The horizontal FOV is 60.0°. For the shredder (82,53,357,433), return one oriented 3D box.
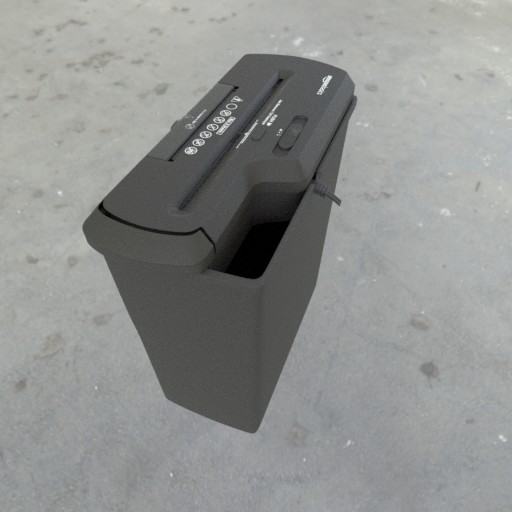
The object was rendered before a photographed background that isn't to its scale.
[{"bbox_3d":[0.000,0.000,0.502,0.170,0.335,0.320,17,50,15],"label":"shredder"}]
